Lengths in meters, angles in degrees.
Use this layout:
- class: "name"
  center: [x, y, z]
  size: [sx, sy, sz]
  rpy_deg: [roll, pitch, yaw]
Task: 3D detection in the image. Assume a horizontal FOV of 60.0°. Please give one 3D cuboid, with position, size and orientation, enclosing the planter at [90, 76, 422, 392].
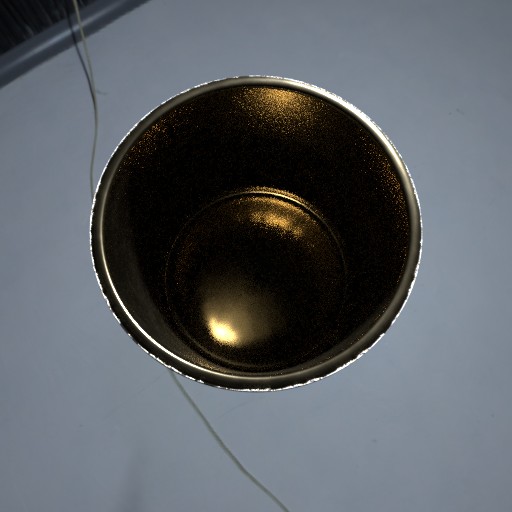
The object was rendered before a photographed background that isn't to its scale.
- class: "planter"
  center: [0.000, 0.000, 0.308]
  size: [0.178, 0.157, 0.178]
  rpy_deg: [0, 75, 0]
